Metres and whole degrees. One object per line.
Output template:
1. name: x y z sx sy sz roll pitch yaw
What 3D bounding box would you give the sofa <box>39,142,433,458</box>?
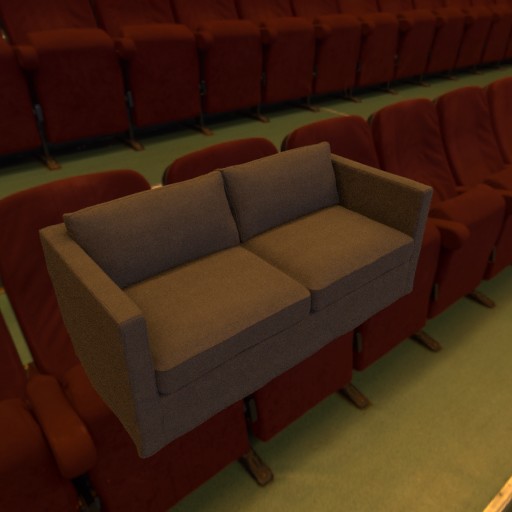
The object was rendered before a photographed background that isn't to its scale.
1. sofa: 0.000 0.000 2.487 1.982 0.855 0.953 -23 38 -33
